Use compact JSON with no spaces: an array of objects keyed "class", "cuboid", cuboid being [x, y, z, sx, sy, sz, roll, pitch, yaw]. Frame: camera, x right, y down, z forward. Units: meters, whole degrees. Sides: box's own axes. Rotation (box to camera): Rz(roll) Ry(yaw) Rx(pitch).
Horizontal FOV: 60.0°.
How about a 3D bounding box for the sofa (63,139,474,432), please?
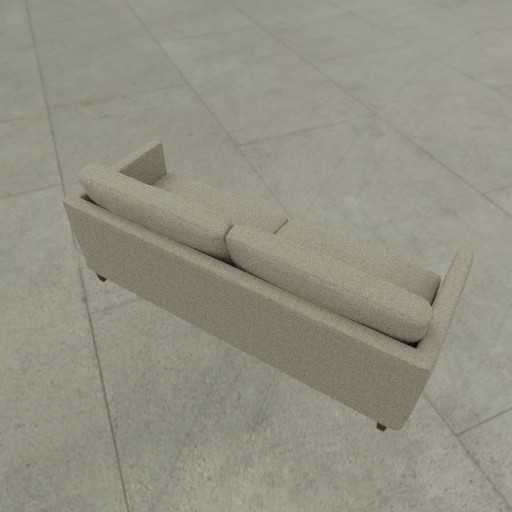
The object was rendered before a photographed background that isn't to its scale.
[{"class":"sofa","cuboid":[0.000,0.000,2.903,2.434,0.965,0.951,23,49,22]}]
